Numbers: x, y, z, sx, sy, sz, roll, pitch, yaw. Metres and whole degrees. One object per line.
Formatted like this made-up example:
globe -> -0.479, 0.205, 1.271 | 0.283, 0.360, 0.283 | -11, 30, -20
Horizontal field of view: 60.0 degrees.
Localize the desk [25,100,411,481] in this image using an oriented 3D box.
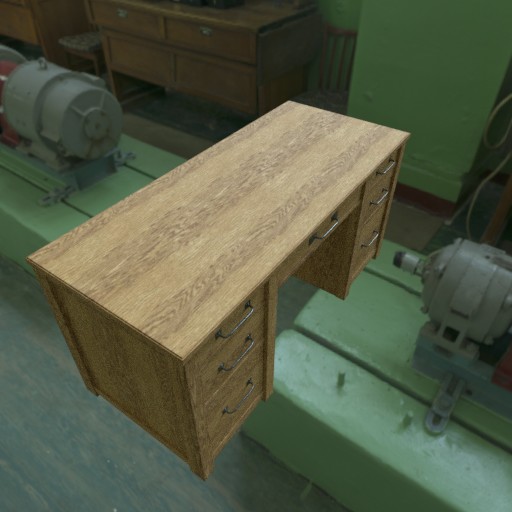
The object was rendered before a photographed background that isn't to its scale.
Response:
desk -> 0.000, 0.000, 1.982 | 0.685, 0.751, 1.567 | 25, 47, 26
